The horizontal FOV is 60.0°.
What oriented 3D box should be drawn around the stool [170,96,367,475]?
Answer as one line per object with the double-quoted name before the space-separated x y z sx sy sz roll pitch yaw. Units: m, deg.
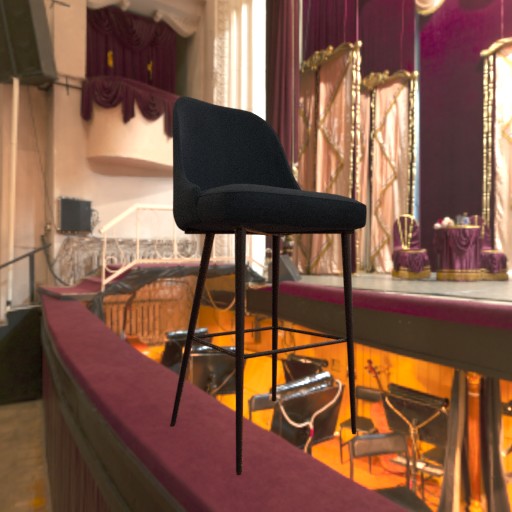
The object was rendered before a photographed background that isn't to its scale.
"stool" 0.000 0.000 1.387 0.527 1.079 0.489 0 0 -36
